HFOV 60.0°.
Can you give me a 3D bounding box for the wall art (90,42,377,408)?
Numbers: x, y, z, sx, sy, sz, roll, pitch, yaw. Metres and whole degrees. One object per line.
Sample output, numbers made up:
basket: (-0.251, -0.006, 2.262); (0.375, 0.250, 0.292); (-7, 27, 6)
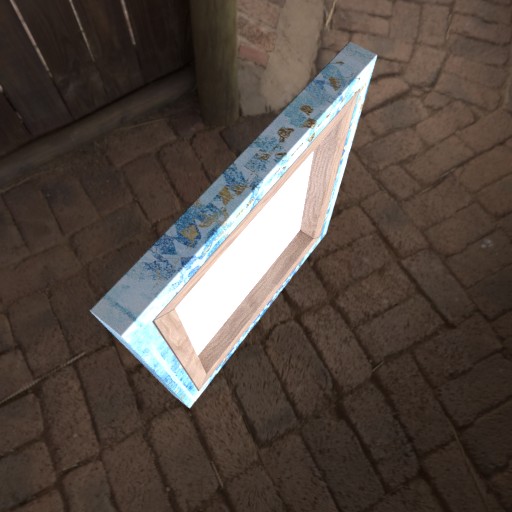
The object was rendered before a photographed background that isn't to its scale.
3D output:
wall art: (0.000, 0.000, 0.610); (0.037, 0.405, 0.405); (34, 68, 16)
